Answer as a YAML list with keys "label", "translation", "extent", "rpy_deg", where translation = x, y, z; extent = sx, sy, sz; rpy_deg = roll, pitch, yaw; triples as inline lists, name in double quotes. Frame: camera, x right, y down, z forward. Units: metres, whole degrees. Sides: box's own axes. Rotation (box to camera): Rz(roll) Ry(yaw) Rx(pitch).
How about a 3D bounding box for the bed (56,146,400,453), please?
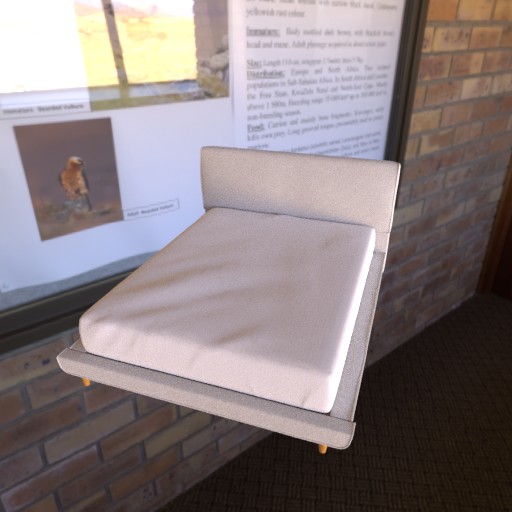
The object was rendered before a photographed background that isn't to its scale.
- label: "bed"
  translation: [0.000, 0.000, 3.579]
  extent: [1.980, 1.126, 2.498]
  rpy_deg: [9, 28, 17]
